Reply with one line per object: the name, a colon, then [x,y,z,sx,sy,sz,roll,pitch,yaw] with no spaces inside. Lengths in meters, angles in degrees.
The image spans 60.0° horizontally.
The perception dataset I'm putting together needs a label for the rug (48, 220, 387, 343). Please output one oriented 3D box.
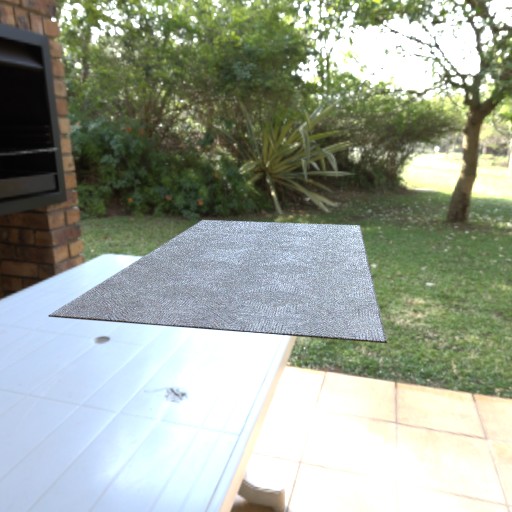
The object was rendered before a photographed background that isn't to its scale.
rug: [0.000,0.000,3.069,1.519,0.007,2.428,3,15,10]
